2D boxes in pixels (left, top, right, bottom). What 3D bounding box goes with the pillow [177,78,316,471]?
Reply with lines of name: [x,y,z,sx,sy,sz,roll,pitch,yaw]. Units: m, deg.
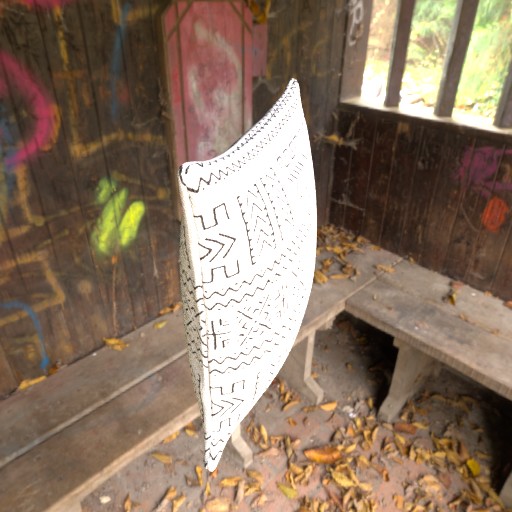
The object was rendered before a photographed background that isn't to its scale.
pillow: [0.000,0.000,0.658,0.164,0.430,0.438,9,32,15]
